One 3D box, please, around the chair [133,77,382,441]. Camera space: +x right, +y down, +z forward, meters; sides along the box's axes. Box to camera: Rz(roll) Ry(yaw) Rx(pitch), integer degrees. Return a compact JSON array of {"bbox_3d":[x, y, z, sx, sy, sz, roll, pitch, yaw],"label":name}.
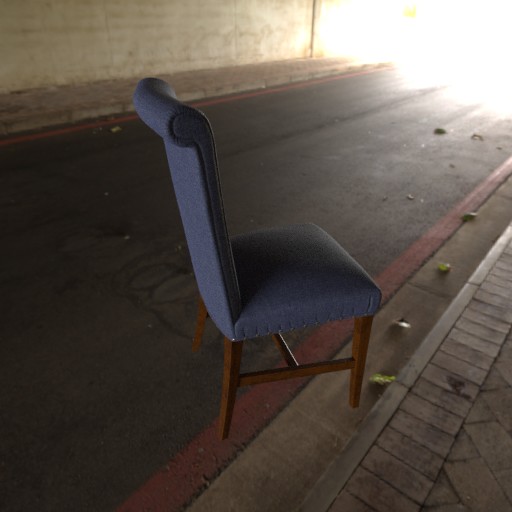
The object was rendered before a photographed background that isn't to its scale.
[{"bbox_3d":[0.000,0.000,1.356,0.608,0.988,0.513,-9,30,-16],"label":"chair"}]
